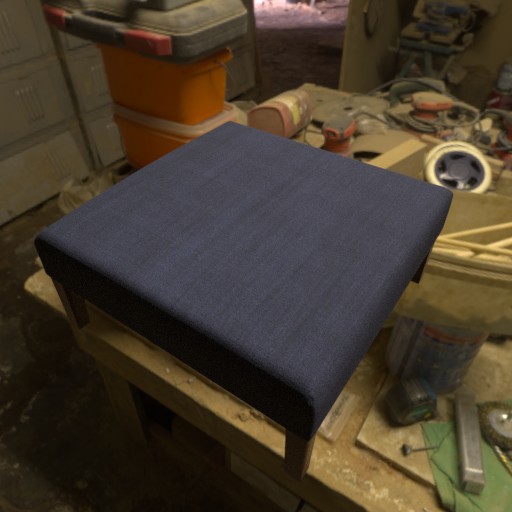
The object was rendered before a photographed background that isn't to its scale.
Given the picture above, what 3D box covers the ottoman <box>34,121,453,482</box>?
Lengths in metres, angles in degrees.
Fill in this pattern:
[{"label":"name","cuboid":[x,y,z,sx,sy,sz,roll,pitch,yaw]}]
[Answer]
[{"label":"ottoman","cuboid":[0.000,0.000,1.393,0.889,0.411,0.890,25,47,25]}]
